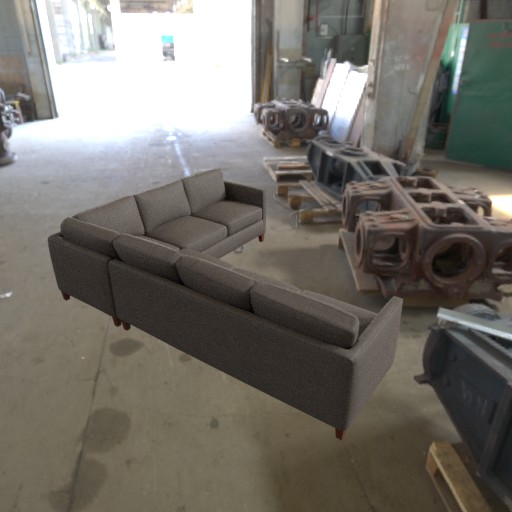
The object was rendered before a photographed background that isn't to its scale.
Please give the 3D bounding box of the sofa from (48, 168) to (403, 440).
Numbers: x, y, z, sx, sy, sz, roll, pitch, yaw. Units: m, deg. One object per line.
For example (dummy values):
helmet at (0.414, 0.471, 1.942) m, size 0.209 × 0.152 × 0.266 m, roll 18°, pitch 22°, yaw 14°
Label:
sofa at (0.000, 0.000, 4.558) m, size 3.302 × 0.947 × 2.593 m, roll 17°, pitch 31°, yaw 31°
